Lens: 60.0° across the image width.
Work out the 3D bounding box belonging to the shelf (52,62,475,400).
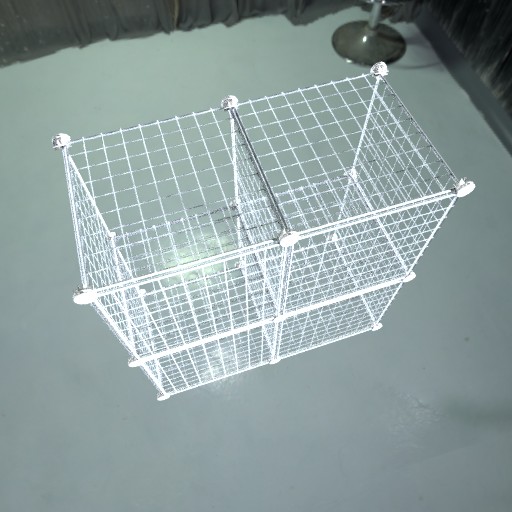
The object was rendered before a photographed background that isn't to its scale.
[{"bbox_3d":[0.000,0.000,1.121,0.711,0.711,0.356,-16,61,-9],"label":"shelf"}]
